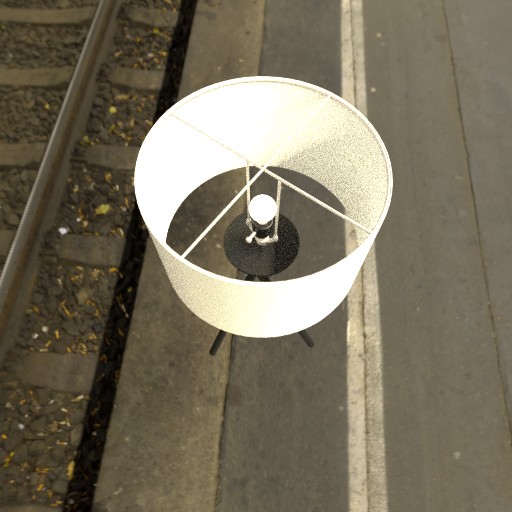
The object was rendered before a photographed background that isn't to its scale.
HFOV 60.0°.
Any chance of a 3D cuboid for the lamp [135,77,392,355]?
[{"bbox_3d":[0.000,0.000,0.927,0.353,0.674,0.422,-15,64,-8],"label":"lamp"}]
